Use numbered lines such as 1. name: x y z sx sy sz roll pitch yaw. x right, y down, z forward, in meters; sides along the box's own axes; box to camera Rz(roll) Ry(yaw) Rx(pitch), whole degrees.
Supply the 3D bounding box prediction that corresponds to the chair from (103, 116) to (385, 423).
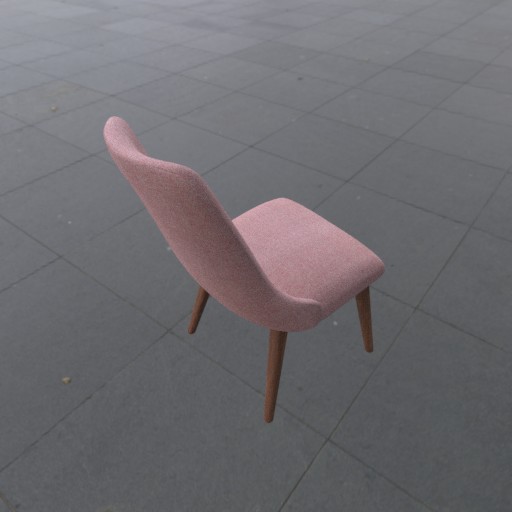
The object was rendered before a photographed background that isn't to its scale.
1. chair: 0.000 0.000 1.320 0.707 0.918 0.535 -26 46 -28
